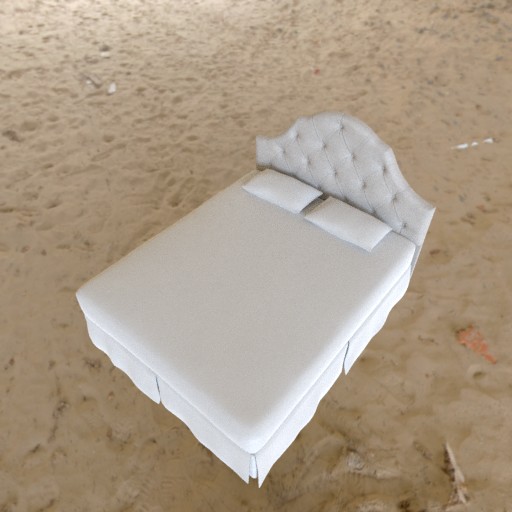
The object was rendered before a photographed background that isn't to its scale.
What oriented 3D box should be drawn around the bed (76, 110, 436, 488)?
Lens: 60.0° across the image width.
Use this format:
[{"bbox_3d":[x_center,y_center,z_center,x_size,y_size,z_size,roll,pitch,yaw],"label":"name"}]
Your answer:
[{"bbox_3d":[0.000,0.000,3.739,2.039,1.617,2.477,30,52,27],"label":"bed"}]
